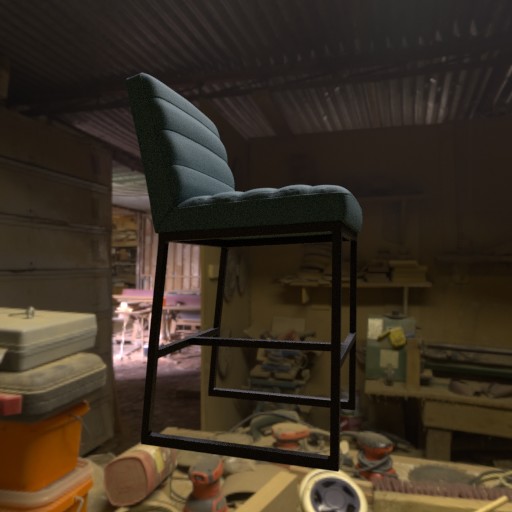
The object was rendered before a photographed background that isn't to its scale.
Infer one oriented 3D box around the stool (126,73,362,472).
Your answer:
[{"bbox_3d":[0.000,0.000,1.247,0.560,0.940,0.460,0,-1,17],"label":"stool"}]
